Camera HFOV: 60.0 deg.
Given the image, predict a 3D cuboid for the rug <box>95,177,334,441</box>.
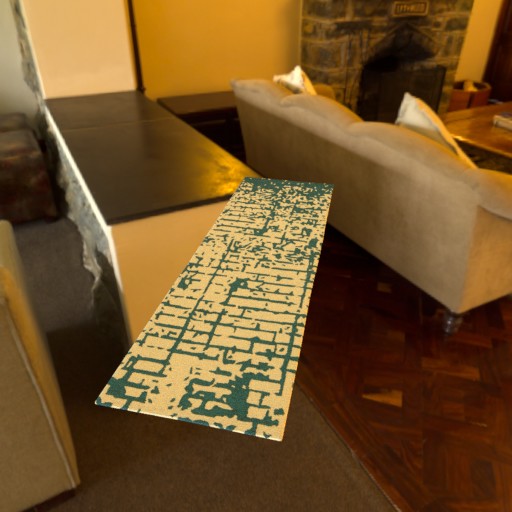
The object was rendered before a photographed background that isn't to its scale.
[{"bbox_3d":[0.000,0.000,2.685,0.750,0.011,2.435,7,33,11],"label":"rug"}]
